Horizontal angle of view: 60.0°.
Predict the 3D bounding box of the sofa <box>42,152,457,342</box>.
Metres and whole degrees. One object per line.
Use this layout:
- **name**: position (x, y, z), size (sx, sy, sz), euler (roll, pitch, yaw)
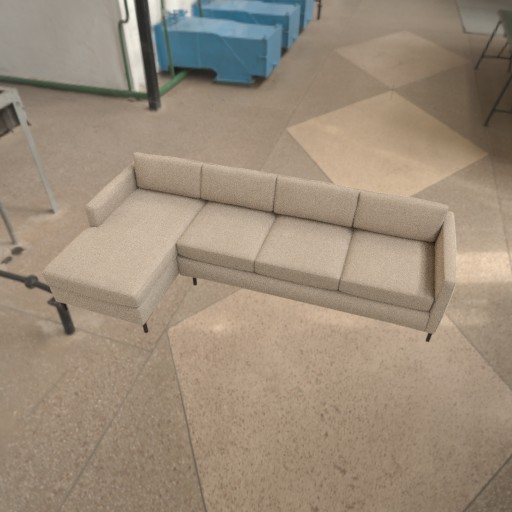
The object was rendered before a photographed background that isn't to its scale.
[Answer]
- **sofa**: position (0.000, 0.000, 3.499), size (2.923, 0.816, 1.469), euler (12, 42, 14)
